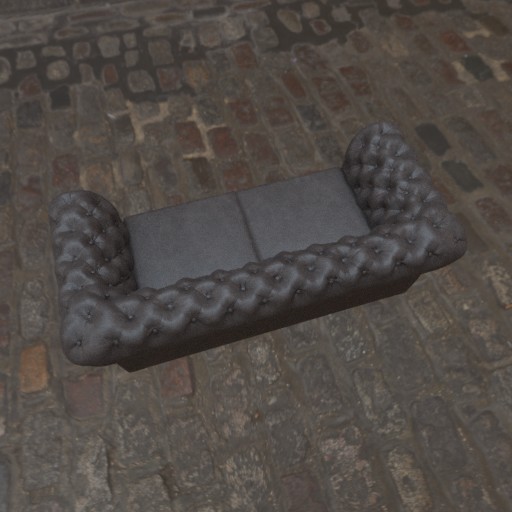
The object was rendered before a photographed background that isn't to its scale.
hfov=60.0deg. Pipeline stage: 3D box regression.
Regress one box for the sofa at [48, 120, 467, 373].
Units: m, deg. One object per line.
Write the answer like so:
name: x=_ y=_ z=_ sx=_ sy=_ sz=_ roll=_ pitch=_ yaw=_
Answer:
sofa: x=0.000 y=0.000 z=2.522 sx=2.048 sy=0.779 sz=0.944 roll=-15 pitch=61 yaw=-9
